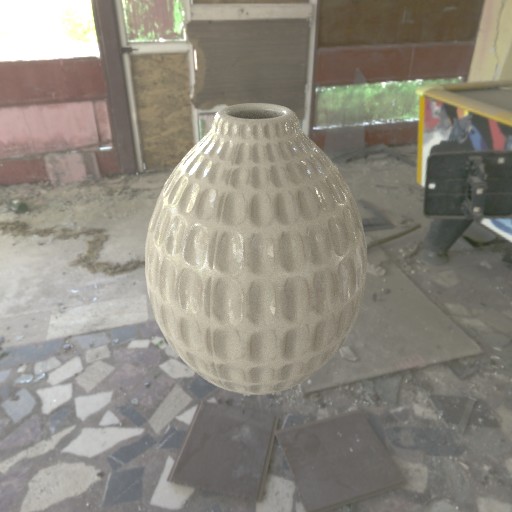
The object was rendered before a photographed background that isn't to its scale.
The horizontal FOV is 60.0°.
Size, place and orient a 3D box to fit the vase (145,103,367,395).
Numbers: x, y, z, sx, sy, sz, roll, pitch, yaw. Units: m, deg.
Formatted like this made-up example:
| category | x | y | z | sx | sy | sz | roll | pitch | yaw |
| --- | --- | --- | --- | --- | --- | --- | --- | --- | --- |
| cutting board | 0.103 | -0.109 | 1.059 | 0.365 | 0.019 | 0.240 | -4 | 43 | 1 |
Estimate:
| category | x | y | z | sx | sy | sz | roll | pitch | yaw |
| --- | --- | --- | --- | --- | --- | --- | --- | --- | --- |
| vase | 0.000 | 0.000 | 0.261 | 0.128 | 0.167 | 0.128 | 0 | 32 | 0 |
